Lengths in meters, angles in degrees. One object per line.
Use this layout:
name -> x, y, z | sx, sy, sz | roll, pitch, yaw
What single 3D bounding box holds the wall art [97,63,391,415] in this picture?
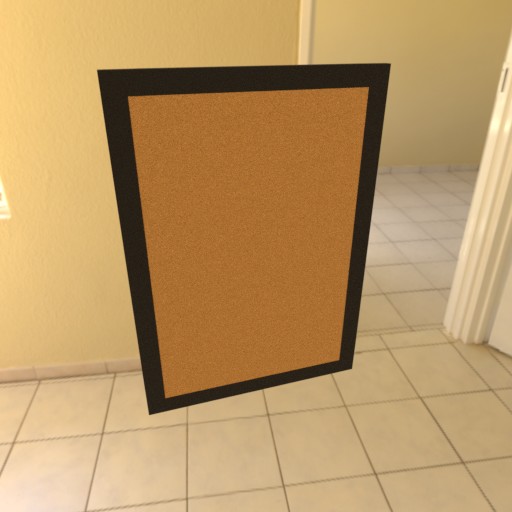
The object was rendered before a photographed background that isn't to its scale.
wall art -> 0.000, 0.000, 0.677 | 0.380, 0.534, 0.013 | -8, 28, -16
